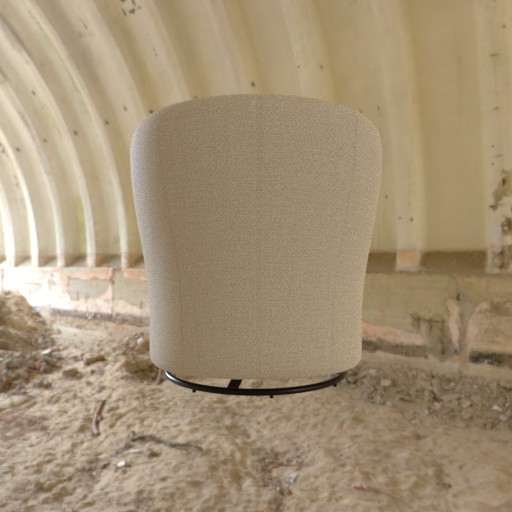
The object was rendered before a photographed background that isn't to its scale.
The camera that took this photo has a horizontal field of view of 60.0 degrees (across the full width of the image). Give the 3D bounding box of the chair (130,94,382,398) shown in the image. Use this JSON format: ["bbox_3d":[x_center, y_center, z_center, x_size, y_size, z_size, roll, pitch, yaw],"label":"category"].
[{"bbox_3d":[0.000,0.000,1.442,0.791,0.771,0.815,0,-1,-1],"label":"chair"}]
